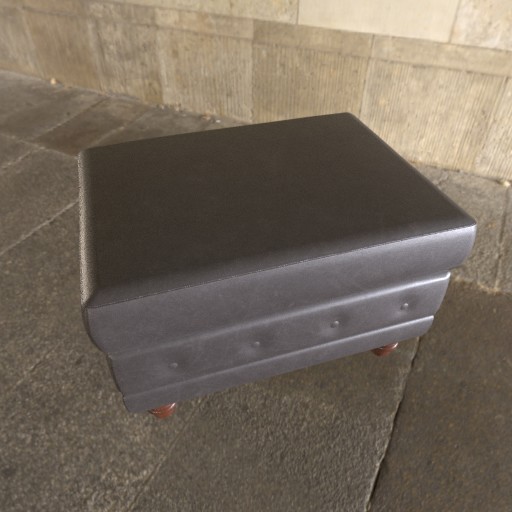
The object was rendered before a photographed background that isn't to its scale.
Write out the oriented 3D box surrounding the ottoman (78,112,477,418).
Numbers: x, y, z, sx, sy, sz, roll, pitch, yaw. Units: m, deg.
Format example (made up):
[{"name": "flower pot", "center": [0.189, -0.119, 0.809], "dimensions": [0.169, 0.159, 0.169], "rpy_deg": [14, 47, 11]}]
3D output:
[{"name": "ottoman", "center": [0.000, 0.000, 1.158], "dimensions": [0.795, 0.498, 0.590], "rpy_deg": [-12, 43, -13]}]
